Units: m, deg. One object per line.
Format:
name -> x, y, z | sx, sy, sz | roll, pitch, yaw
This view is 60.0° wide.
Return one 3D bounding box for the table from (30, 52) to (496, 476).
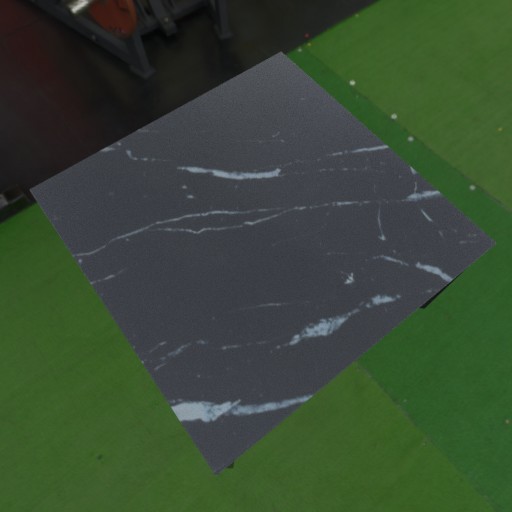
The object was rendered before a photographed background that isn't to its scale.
table -> 0.000, 0.000, 1.266 | 0.800, 0.450, 0.800 | -35, 69, -15
